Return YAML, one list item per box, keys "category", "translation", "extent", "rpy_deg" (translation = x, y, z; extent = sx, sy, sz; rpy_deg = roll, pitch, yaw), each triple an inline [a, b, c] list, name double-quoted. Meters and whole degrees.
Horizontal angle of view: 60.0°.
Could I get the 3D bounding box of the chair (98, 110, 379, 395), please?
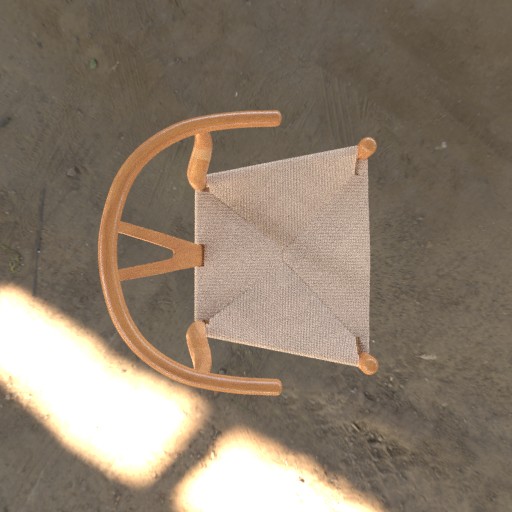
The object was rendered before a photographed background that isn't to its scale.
- category: "chair"
  translation: [0.000, 0.000, 1.152]
  extent: [0.579, 0.730, 0.569]
  rpy_deg: [0, 88, -1]
